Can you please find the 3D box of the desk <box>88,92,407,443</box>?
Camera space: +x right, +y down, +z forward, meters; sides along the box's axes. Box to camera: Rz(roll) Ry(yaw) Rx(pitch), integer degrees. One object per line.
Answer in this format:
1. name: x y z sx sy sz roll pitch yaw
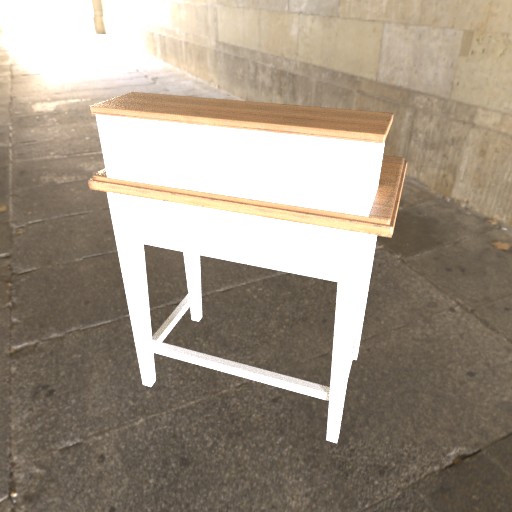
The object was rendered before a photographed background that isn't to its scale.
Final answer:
1. desk: 0.000 0.000 1.433 0.814 0.981 0.462 11 33 17
